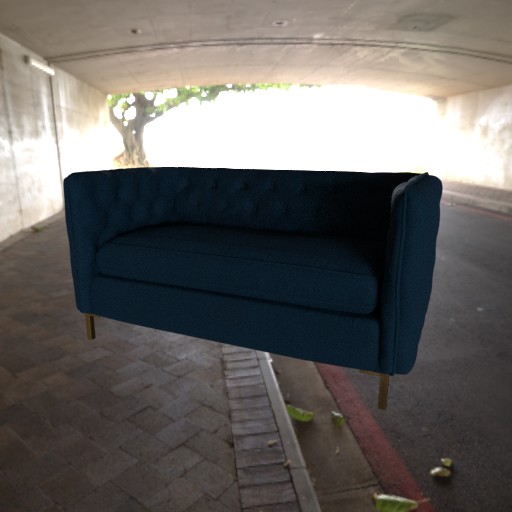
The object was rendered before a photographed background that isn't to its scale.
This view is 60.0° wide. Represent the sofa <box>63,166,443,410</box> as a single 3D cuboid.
[{"bbox_3d":[0.000,0.000,2.142,1.583,0.810,0.909,6,15,24],"label":"sofa"}]
